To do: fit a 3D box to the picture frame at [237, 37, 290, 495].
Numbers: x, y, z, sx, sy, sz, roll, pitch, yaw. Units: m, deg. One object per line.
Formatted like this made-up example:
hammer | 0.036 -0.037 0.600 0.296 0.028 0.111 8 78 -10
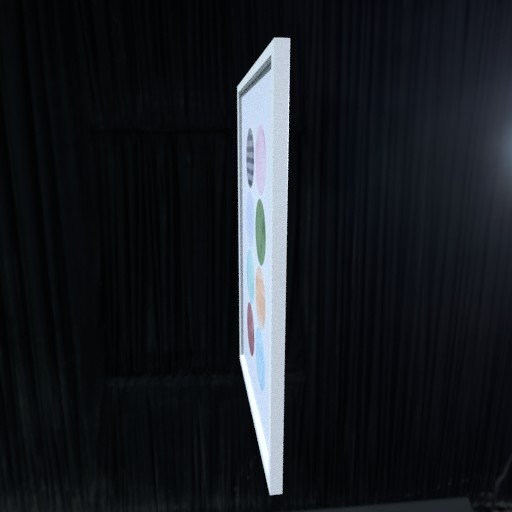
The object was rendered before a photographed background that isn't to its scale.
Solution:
picture frame | 0.000 0.000 0.553 0.013 0.434 0.305 -2 14 -8
